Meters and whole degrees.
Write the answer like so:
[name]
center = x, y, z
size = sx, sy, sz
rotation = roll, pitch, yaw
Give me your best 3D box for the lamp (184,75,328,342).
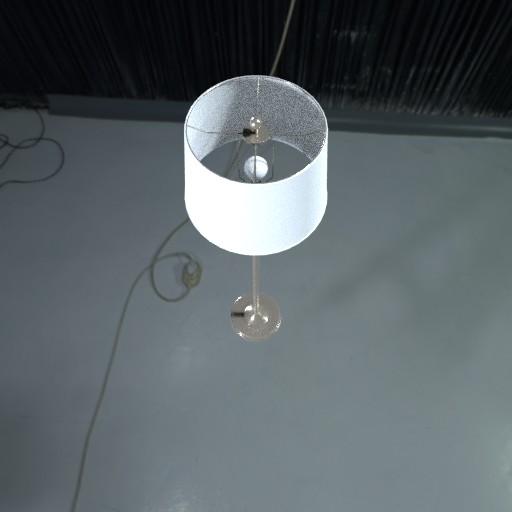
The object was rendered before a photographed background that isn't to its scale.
[lamp]
center = 0.000, 0.000, 1.735
size = 0.431, 1.488, 0.431
rotation = 0, 63, 0
